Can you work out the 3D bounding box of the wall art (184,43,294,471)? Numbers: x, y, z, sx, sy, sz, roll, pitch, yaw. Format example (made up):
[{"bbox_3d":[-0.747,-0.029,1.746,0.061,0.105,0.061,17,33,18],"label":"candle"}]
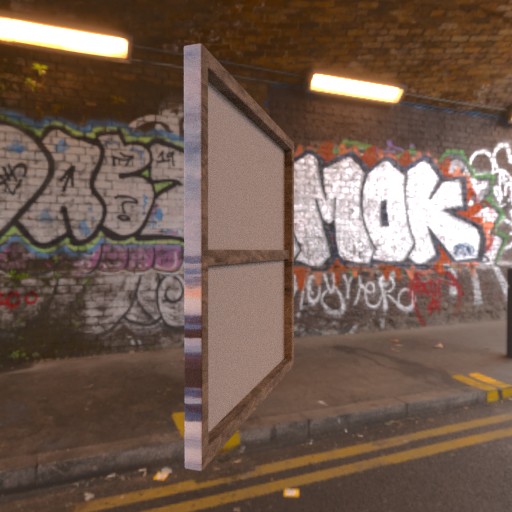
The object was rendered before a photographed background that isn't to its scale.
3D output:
[{"bbox_3d":[0.000,0.000,1.132,0.035,0.747,0.747,0,1,17],"label":"wall art"}]
